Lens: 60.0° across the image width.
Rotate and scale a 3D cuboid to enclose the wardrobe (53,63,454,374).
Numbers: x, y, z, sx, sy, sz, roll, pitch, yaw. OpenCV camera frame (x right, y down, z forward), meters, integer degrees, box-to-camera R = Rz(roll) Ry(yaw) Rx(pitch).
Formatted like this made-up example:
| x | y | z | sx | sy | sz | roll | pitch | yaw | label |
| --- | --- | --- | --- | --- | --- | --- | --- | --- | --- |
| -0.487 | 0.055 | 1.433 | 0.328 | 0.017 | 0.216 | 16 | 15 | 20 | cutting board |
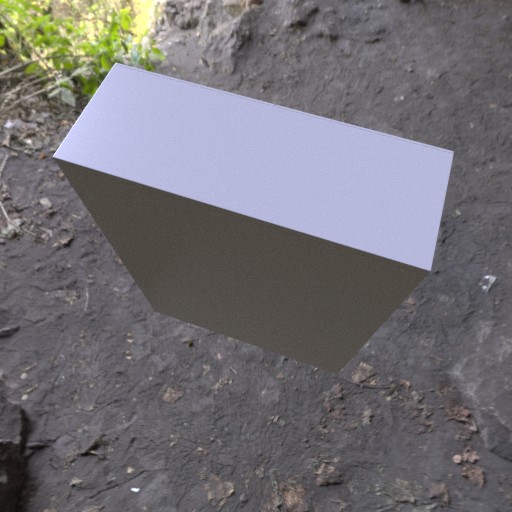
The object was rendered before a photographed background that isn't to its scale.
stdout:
| x | y | z | sx | sy | sz | roll | pitch | yaw | label |
| --- | --- | --- | --- | --- | --- | --- | --- | --- | --- |
| 0.000 | 0.000 | 1.606 | 0.900 | 1.200 | 0.360 | 17 | 66 | 8 | wardrobe |
